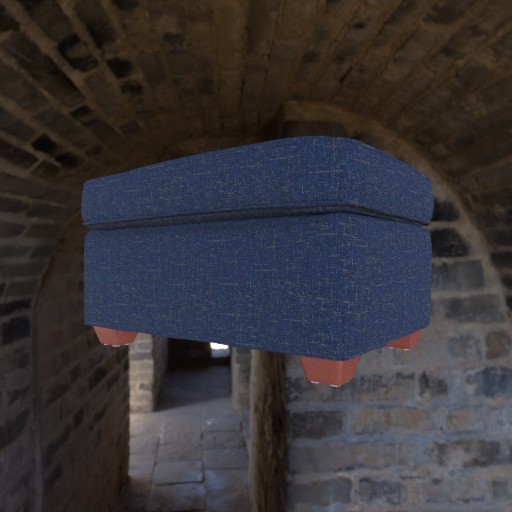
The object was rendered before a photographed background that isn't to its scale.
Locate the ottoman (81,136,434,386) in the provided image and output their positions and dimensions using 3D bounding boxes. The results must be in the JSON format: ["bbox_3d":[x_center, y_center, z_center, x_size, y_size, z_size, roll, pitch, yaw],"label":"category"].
[{"bbox_3d":[0.000,0.000,1.111,0.749,0.450,0.549,-1,-1,36],"label":"ottoman"}]
